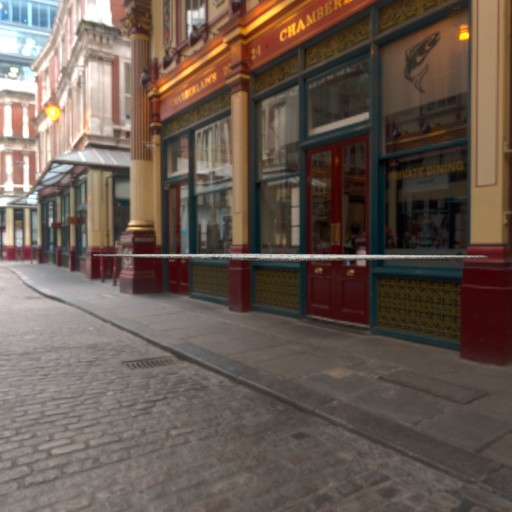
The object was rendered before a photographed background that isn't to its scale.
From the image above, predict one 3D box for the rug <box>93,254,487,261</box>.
[{"bbox_3d":[0.000,0.000,4.842,2.393,0.019,3.824,0,1,-36],"label":"rug"}]
